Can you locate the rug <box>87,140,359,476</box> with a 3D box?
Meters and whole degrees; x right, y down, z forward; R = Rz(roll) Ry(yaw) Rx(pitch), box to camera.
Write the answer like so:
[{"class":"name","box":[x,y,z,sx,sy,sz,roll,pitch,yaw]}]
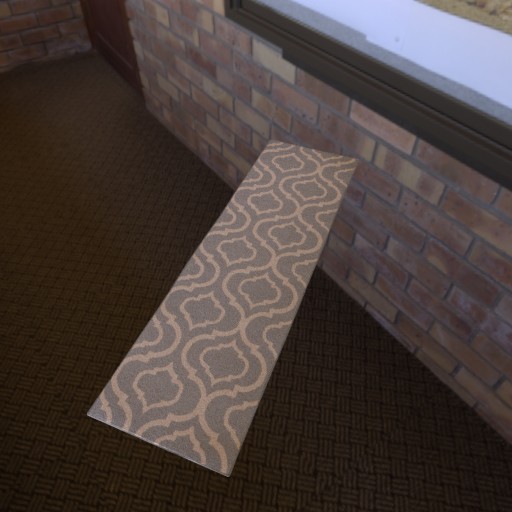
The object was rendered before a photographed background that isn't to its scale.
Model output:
[{"class":"rug","box":[0.000,0.000,2.553,0.684,0.009,2.275,17,50,14]}]
